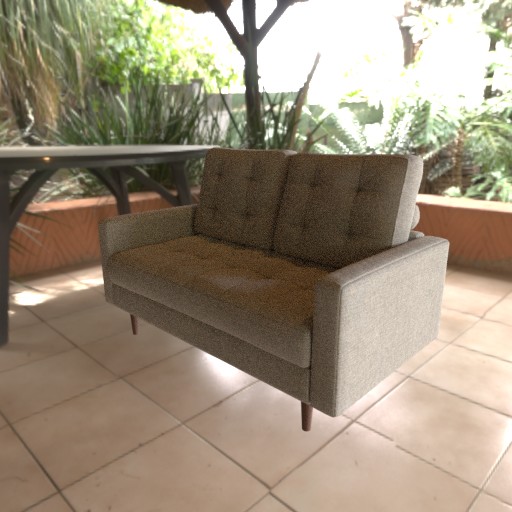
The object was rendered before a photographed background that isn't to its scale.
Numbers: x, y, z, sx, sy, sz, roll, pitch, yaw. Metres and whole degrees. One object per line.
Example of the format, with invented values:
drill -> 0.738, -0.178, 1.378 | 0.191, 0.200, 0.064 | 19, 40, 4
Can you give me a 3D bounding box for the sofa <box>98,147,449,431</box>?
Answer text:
sofa -> 0.000, 0.000, 1.988 | 1.407, 0.907, 0.842 | 15, 21, 42
